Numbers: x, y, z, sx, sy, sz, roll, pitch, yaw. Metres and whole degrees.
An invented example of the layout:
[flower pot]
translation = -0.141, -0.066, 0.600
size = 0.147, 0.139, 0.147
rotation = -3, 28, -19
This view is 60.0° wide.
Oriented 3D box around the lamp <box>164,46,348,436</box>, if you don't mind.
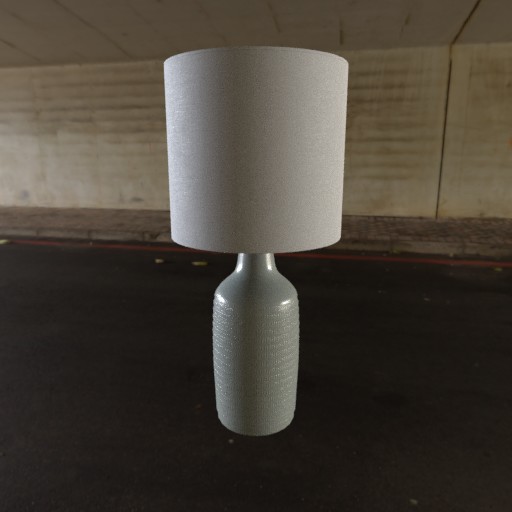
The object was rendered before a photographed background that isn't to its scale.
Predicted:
[lamp]
translation = 0.000, 0.000, 0.596
size = 0.220, 0.475, 0.220
rotation = 12, 18, 42
